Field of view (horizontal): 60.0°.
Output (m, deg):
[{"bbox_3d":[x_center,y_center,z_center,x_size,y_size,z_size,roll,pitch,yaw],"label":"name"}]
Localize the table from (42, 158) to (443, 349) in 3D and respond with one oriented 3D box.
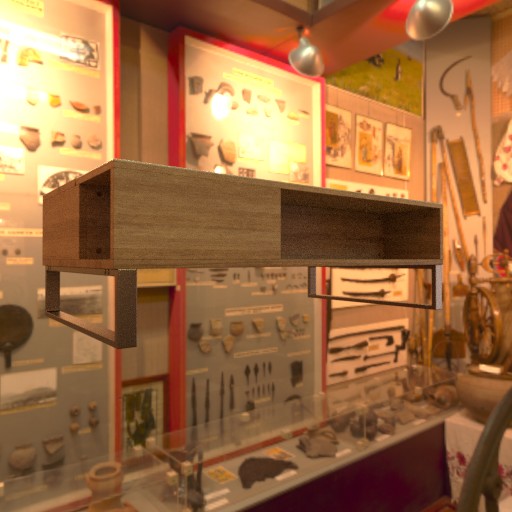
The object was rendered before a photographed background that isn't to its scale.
[{"bbox_3d":[0.000,0.000,1.377,1.100,0.350,0.600,0,-1,-37],"label":"table"}]
